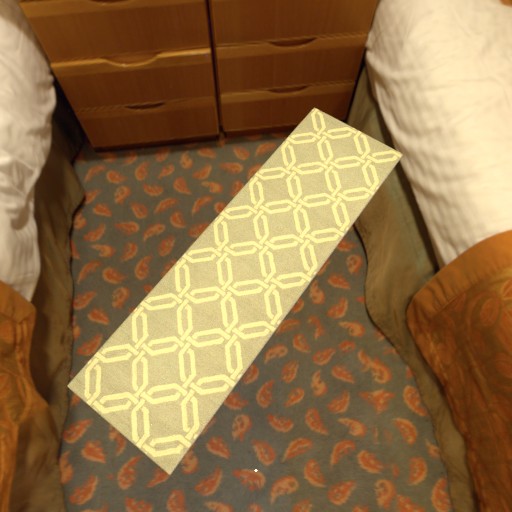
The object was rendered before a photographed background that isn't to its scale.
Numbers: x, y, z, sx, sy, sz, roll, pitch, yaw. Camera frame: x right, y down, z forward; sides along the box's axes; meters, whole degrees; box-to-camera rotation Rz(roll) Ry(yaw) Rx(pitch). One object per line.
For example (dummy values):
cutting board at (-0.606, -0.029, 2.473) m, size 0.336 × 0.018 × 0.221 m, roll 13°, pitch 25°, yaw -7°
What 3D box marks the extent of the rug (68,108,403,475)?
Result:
rug at (0.000, 0.000, 2.523) m, size 0.678 × 0.014 × 2.276 m, roll 33°, pitch 69°, yaw 15°
